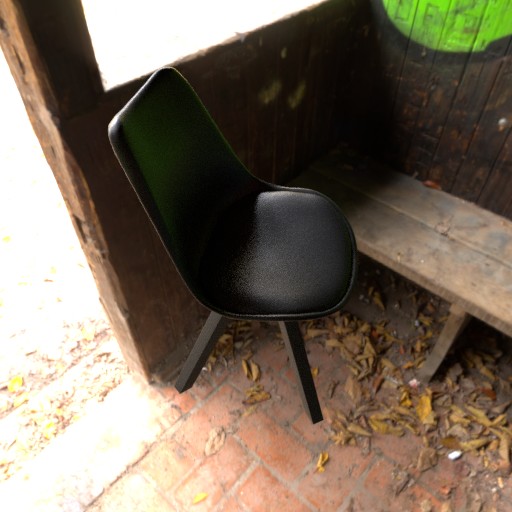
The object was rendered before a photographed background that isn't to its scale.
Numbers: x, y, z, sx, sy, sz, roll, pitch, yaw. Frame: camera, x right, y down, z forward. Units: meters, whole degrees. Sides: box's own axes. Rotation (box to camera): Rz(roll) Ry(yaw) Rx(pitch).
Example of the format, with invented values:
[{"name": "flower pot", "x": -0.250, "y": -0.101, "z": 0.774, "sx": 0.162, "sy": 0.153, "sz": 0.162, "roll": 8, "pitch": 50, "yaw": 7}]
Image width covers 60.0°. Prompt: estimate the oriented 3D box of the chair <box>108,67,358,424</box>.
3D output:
[{"name": "chair", "x": 0.000, "y": 0.000, "z": 1.168, "sx": 0.530, "sy": 0.850, "sz": 0.485, "roll": 10, "pitch": 47, "yaw": 9}]
